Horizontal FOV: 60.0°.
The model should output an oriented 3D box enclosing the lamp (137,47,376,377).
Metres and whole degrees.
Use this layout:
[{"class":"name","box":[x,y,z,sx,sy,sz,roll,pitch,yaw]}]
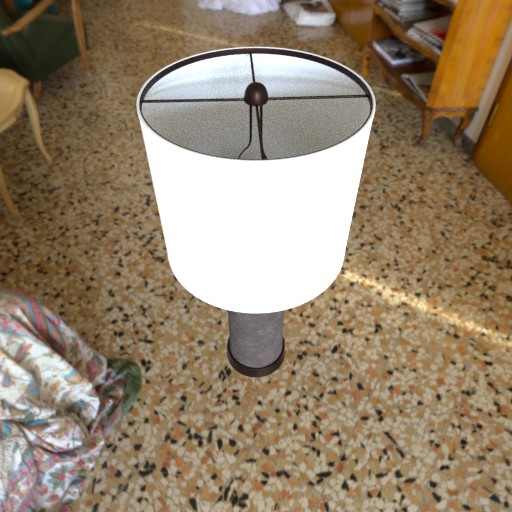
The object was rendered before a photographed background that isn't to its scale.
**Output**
[{"class":"lamp","box":[0.000,0.000,0.785,0.301,0.630,0.301,33,55,27]}]
